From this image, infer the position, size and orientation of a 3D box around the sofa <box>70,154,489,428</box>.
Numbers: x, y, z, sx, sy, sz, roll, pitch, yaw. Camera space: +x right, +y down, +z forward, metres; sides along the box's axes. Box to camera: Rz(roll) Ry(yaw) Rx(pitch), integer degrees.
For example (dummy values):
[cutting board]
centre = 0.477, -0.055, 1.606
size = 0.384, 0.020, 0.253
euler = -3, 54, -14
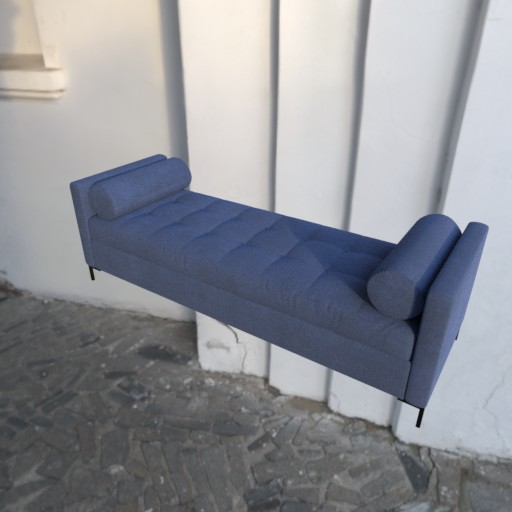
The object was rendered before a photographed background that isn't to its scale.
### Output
[sofa]
centre = 0.000, 0.000, 2.291
size = 1.981, 0.635, 0.686
euler = 18, 33, 29
